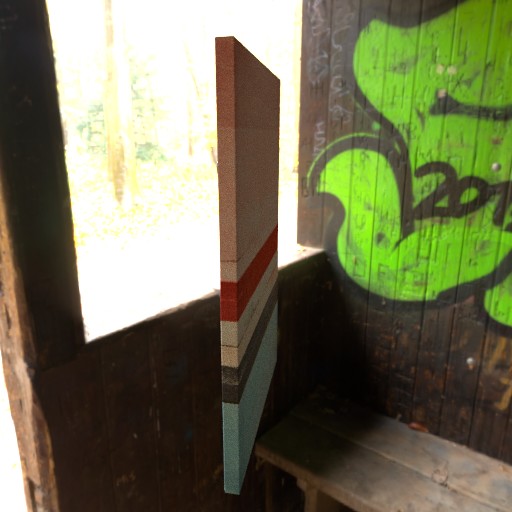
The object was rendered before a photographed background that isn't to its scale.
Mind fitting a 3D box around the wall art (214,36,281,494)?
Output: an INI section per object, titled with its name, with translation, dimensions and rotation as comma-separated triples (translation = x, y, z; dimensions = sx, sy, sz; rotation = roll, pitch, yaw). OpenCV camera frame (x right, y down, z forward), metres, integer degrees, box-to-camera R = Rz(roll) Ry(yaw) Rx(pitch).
[wall art]
translation = 0.000, 0.000, 1.140
dimensions = 0.038, 0.914, 0.610
rotation = 3, 16, 10
